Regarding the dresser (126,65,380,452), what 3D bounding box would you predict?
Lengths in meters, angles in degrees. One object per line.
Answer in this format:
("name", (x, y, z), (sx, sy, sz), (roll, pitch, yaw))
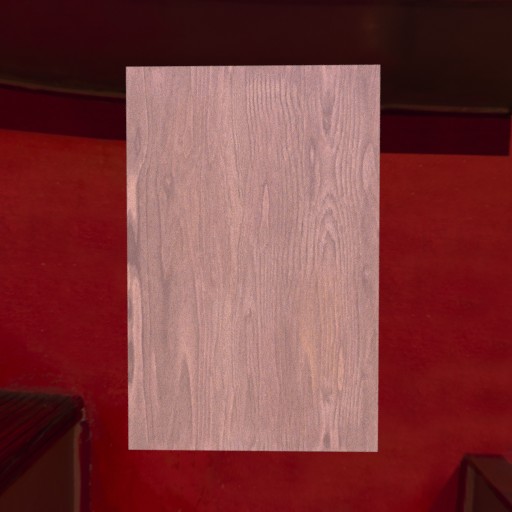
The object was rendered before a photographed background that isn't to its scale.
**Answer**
("dresser", (0.000, 0.000, 1.313), (0.529, 0.762, 0.809), (0, 91, 1))
